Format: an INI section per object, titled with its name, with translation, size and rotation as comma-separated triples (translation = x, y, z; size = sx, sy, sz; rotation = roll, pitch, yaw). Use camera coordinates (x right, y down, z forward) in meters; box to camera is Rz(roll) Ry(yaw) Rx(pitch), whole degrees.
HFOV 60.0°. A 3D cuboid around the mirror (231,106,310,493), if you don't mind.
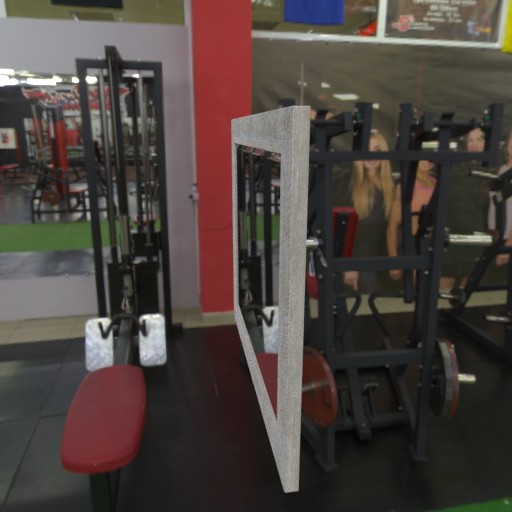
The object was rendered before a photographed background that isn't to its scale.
[mirror]
translation = 0.000, 0.000, 1.136
size = 0.028, 0.689, 0.839
rotation = -3, 16, -9
